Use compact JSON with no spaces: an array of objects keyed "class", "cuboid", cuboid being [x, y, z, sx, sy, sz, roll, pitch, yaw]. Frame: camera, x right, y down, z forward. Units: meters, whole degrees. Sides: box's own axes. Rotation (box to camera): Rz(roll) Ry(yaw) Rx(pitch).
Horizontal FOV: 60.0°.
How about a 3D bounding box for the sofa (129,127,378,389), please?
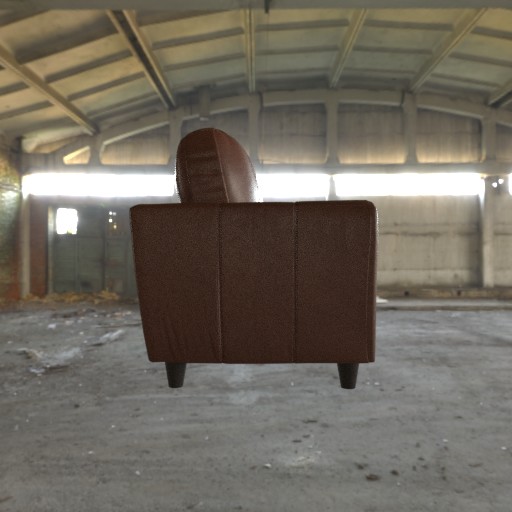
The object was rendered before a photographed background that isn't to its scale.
[{"class":"sofa","cuboid":[0.000,0.000,2.308,0.802,0.915,1.862,0,-1,0]}]
